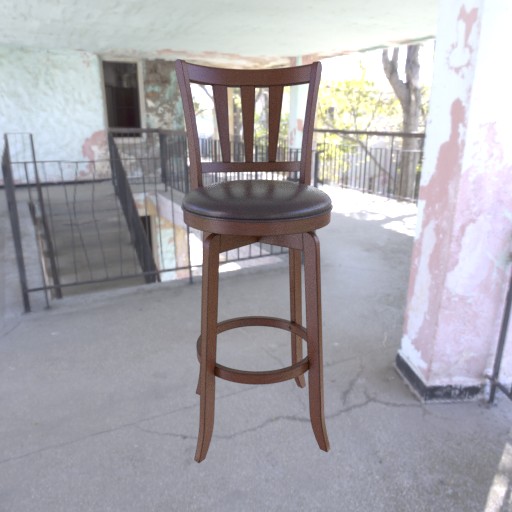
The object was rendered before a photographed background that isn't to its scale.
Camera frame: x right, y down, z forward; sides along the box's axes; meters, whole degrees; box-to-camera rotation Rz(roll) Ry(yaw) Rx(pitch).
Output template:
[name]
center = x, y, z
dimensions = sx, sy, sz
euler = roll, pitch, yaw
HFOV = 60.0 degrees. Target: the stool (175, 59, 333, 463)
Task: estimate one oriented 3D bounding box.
[stool]
center = 0.000, 0.000, 1.404
dimensions = 0.464, 1.177, 0.503
euler = -2, 17, -6
